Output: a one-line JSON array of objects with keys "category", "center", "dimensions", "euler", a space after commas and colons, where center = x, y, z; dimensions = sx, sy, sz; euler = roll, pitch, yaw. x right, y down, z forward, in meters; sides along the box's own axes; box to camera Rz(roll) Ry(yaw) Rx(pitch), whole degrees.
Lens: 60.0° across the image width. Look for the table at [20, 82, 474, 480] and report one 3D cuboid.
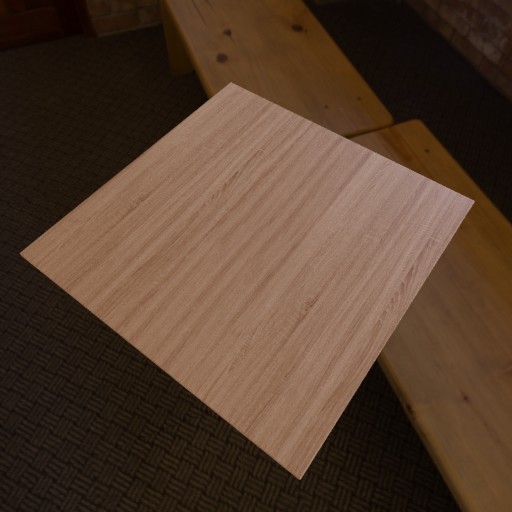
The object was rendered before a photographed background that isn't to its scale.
[{"category": "table", "center": [0.000, 0.000, 1.344], "dimensions": [0.890, 0.305, 0.890], "euler": [32, 63, 19]}]
